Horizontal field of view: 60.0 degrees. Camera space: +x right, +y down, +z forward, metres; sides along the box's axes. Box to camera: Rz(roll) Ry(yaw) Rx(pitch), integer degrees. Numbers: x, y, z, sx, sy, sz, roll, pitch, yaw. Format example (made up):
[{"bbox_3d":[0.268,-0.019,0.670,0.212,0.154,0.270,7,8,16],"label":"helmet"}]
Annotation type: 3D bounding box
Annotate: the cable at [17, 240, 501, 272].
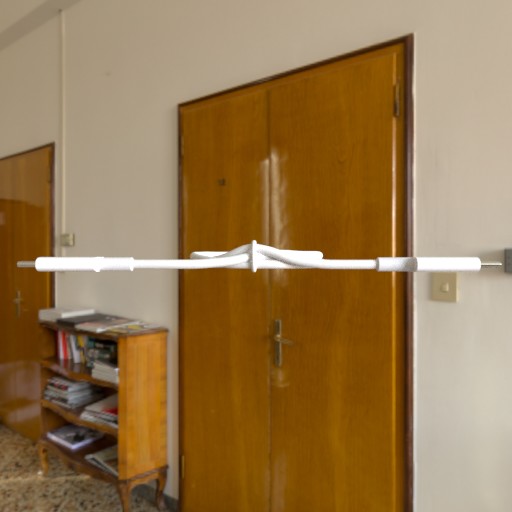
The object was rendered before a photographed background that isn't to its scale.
[{"bbox_3d":[0.000,0.000,0.218,0.203,0.014,0.070,0,0,2],"label":"cable"}]
